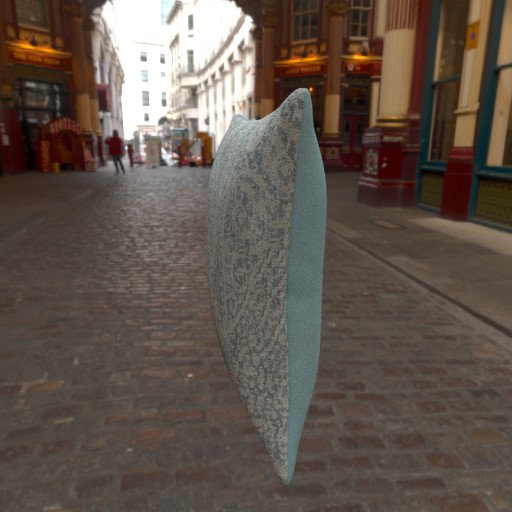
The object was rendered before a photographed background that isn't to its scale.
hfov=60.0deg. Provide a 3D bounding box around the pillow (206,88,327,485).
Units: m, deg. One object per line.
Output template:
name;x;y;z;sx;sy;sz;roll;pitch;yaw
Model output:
pillow;0.000;0.000;0.784;0.166;0.507;0.526;-3;15;-10
